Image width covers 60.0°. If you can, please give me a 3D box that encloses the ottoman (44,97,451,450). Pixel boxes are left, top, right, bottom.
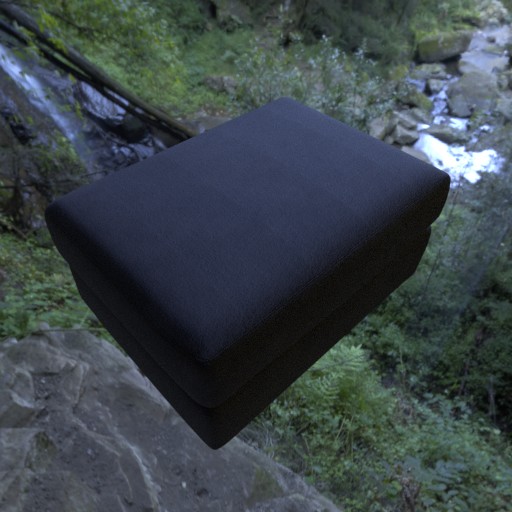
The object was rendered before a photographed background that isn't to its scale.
[{"bbox_3d":[0.000,0.000,1.123,0.773,0.497,0.574,-34,54,-29],"label":"ottoman"}]
